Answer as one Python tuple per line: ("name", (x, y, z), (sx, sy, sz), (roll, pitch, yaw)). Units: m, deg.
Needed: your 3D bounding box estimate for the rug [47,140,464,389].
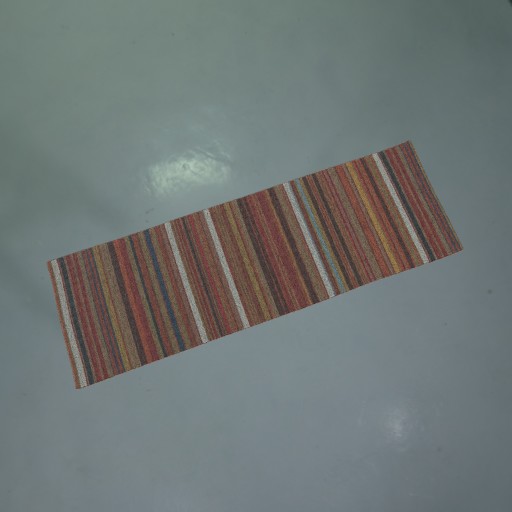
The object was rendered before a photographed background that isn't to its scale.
("rug", (0.000, 0.000, 2.713), (2.444, 0.030, 0.799), (-19, 75, -5))
